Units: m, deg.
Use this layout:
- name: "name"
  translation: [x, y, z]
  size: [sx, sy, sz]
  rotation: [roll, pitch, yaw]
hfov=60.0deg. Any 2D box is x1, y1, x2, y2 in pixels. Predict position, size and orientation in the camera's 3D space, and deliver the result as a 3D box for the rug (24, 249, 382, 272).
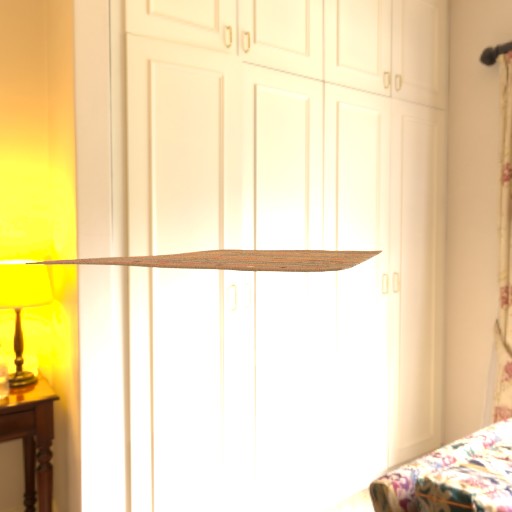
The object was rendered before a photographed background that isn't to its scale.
- name: "rug"
  translation: [0.000, 0.000, 3.039]
  size: [1.537, 0.029, 2.439]
  rotation: [1, 2, 19]
